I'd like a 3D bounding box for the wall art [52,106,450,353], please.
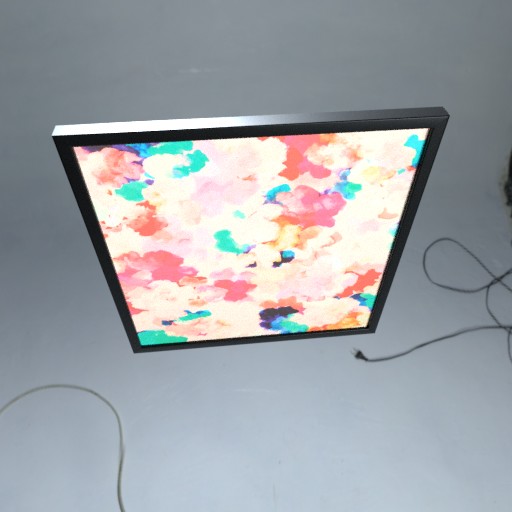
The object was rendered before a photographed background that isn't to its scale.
[{"bbox_3d":[0.000,0.000,1.124,0.756,0.755,0.036,-4,47,-4],"label":"wall art"}]
